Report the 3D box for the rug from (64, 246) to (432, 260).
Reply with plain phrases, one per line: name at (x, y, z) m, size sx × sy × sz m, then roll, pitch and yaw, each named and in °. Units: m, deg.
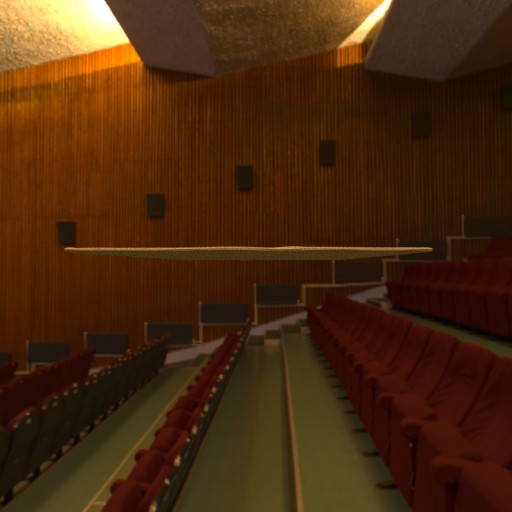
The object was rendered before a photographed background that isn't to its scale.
rug at (0.000, 0.000, 3.035) m, size 1.521 × 0.034 × 2.438 m, roll 0°, pitch -1°, yaw 2°
